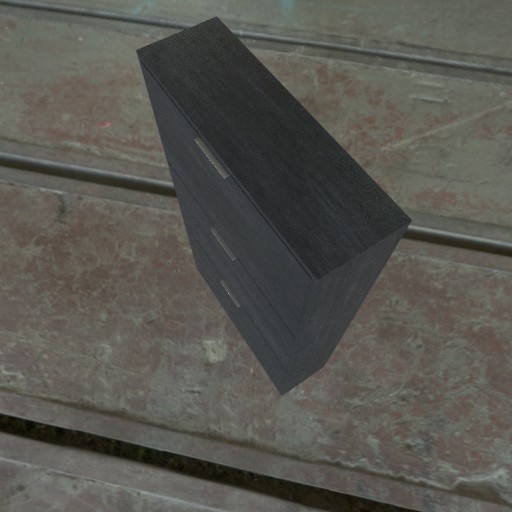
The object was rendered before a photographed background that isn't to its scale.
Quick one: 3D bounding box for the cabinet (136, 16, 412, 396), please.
[{"bbox_3d":[0.000,0.000,1.562,0.250,1.280,0.750,-31,67,-14],"label":"cabinet"}]
